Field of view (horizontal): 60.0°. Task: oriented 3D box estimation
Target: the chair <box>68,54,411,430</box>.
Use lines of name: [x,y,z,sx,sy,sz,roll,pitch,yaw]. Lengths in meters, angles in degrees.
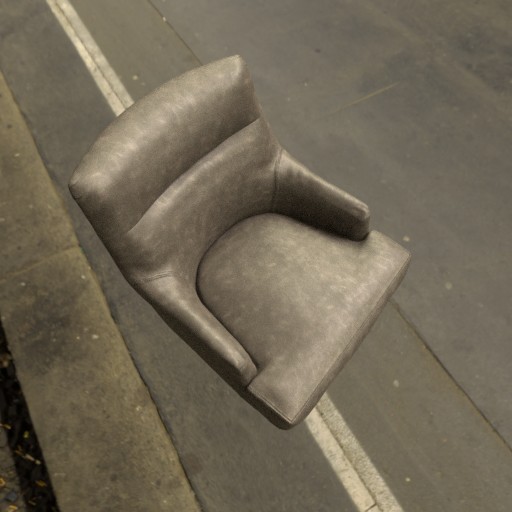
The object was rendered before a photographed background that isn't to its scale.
chair: [0.000,0.000,1.494,0.874,0.870,0.738,34,64,19]
